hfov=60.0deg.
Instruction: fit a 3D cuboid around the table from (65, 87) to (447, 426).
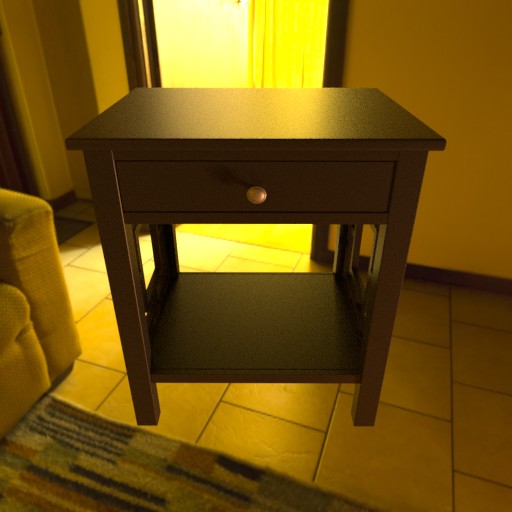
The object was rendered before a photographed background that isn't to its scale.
[{"bbox_3d":[0.000,0.000,0.999,0.564,0.646,0.451,0,30,0],"label":"table"}]
